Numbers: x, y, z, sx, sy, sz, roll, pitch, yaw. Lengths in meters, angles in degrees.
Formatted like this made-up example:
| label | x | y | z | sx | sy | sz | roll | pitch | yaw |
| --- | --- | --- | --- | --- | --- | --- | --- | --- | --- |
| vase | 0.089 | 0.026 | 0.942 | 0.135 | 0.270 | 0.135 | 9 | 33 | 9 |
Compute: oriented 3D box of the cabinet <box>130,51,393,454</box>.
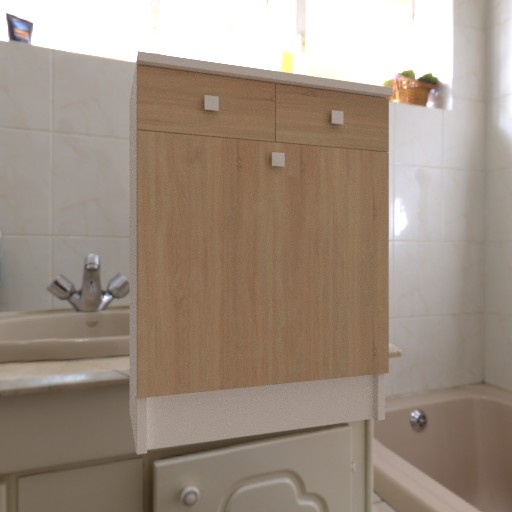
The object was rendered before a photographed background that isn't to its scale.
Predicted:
| label | x | y | z | sx | sy | sz | roll | pitch | yaw |
| --- | --- | --- | --- | --- | --- | --- | --- | --- | --- |
| cabinet | 0.000 | 0.000 | 1.115 | 0.600 | 0.815 | 0.296 | 0 | 0 | -19 |
